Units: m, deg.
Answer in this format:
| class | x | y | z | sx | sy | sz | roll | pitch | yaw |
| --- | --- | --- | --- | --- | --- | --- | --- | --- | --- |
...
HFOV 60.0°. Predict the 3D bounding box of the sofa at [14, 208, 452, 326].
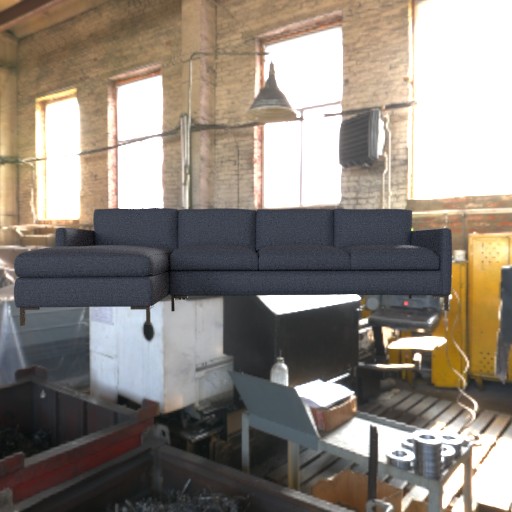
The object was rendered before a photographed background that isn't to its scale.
| class | x | y | z | sx | sy | sz | roll | pitch | yaw |
| --- | --- | --- | --- | --- | --- | --- | --- | --- | --- |
| sofa | 0.000 | 0.000 | 2.771 | 2.445 | 0.673 | 1.125 | 0 | 1 | -2 |
